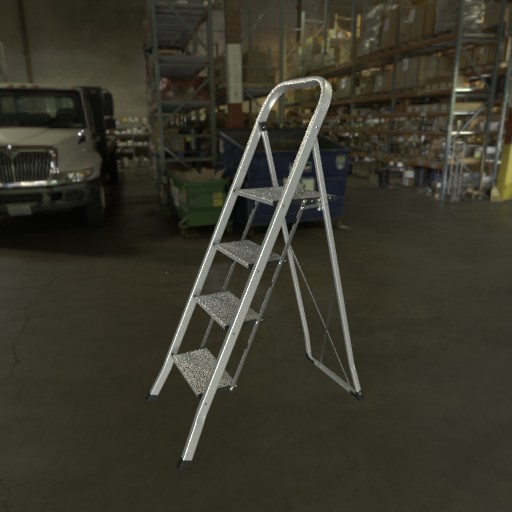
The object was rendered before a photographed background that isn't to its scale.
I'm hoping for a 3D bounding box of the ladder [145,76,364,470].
[{"bbox_3d":[0.000,0.000,1.704,0.830,1.290,0.465,-8,18,-26],"label":"ladder"}]
